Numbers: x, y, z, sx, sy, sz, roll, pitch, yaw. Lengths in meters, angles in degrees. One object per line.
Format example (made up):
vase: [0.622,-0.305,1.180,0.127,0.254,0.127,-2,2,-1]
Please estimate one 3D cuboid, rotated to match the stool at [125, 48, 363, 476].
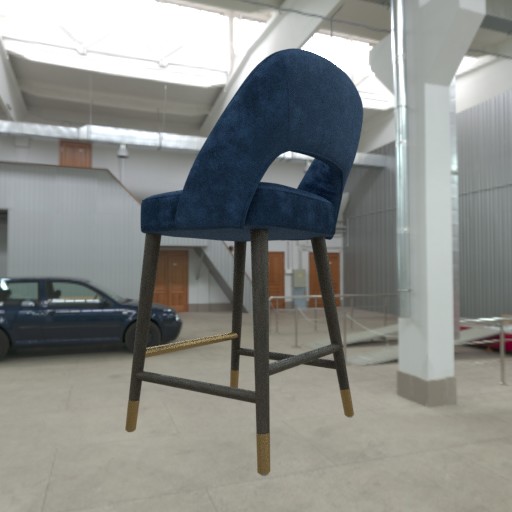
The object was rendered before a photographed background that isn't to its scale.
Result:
stool: [0.000,0.000,1.217,0.524,0.925,0.536,-1,-2,35]
